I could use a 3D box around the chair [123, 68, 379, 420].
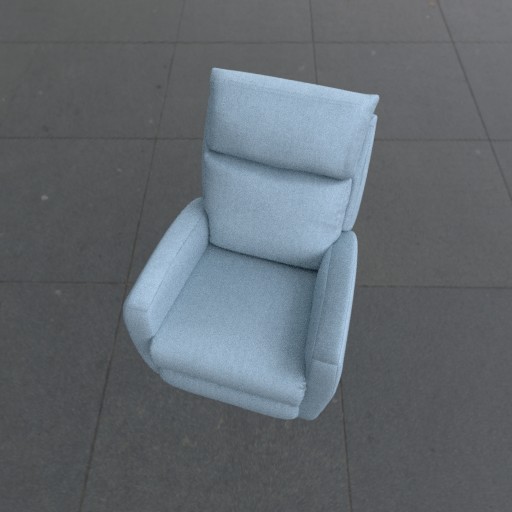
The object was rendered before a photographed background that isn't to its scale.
[{"bbox_3d":[0.000,0.000,1.716,0.812,1.013,0.940,14,59,9],"label":"chair"}]
